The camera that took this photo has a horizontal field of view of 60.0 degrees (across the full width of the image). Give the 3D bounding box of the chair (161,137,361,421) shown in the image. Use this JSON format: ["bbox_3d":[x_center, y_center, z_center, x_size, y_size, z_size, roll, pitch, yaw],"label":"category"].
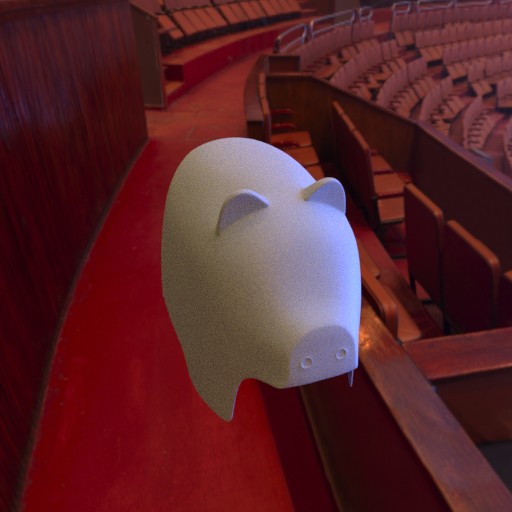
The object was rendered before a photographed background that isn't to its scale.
[{"bbox_3d":[0.000,0.000,0.886,0.364,0.423,0.619,-10,34,-16],"label":"chair"}]
